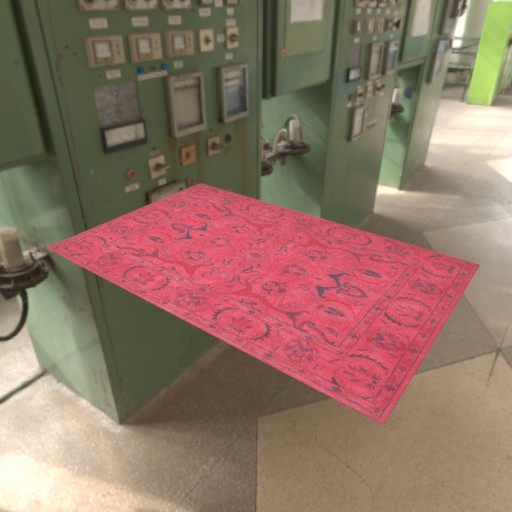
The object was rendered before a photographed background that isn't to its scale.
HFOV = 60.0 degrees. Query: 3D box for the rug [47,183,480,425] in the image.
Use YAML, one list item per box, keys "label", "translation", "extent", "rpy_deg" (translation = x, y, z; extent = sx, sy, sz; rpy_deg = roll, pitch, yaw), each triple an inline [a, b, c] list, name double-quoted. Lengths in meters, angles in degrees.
- label: "rug"
  translation: [0.000, 0.000, 2.924]
  extent: [2.423, 0.010, 1.534]
  rpy_deg: [21, 36, 31]
